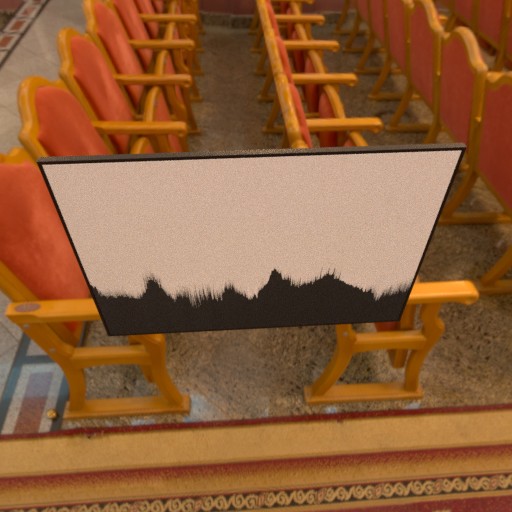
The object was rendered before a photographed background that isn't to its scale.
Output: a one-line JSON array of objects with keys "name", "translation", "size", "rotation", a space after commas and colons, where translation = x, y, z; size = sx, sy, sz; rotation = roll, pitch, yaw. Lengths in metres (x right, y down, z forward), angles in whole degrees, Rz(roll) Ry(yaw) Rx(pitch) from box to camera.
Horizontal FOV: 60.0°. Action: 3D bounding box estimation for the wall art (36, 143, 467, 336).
[{"name": "wall art", "translation": [0.000, 0.000, 1.225], "size": [0.957, 0.660, 0.019], "rotation": [-3, 45, -3]}]
